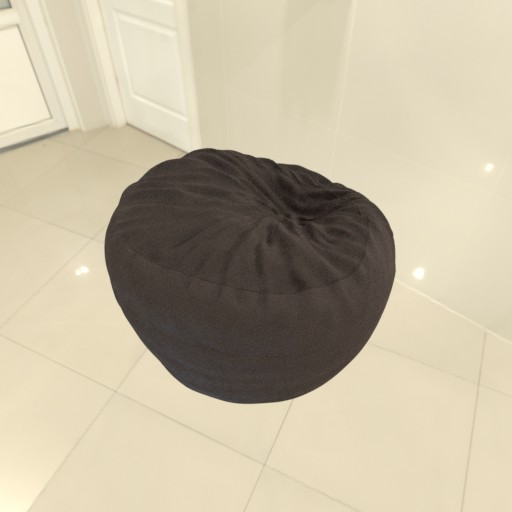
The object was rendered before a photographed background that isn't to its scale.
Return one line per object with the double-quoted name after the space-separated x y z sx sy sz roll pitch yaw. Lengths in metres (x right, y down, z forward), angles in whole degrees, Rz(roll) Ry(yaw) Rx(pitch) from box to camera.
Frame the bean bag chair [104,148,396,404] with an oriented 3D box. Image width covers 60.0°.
0.000 0.000 2.054 1.245 0.821 1.245 0 47 0 "bean bag chair"
